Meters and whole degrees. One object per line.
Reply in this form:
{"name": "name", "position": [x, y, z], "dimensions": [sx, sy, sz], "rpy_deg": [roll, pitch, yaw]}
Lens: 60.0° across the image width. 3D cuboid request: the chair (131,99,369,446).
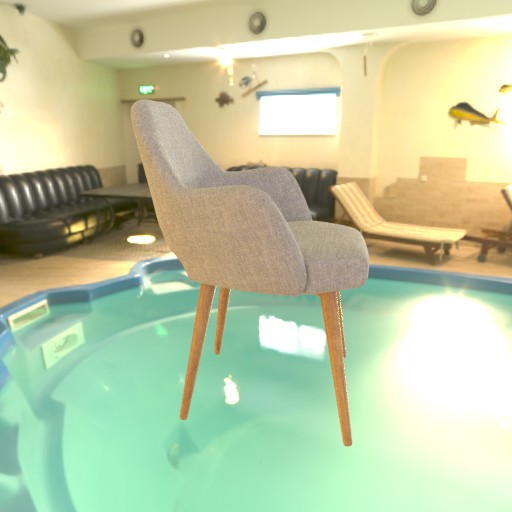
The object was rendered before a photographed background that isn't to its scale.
{"name": "chair", "position": [0.000, 0.000, 1.261], "dimensions": [0.610, 0.840, 0.590], "rpy_deg": [3, 16, 9]}
